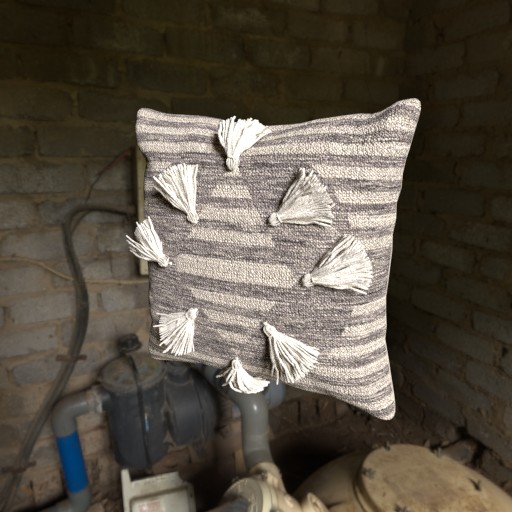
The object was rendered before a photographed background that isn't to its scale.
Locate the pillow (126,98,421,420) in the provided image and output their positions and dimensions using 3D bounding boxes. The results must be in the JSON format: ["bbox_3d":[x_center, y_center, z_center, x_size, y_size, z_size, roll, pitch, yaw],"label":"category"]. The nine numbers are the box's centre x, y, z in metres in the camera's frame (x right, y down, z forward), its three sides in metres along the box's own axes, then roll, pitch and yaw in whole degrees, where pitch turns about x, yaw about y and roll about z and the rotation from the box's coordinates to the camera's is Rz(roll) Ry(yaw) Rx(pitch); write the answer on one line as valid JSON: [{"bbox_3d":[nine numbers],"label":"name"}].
[{"bbox_3d":[0.000,0.000,0.745,0.484,0.490,0.234,7,16,25],"label":"pillow"}]
